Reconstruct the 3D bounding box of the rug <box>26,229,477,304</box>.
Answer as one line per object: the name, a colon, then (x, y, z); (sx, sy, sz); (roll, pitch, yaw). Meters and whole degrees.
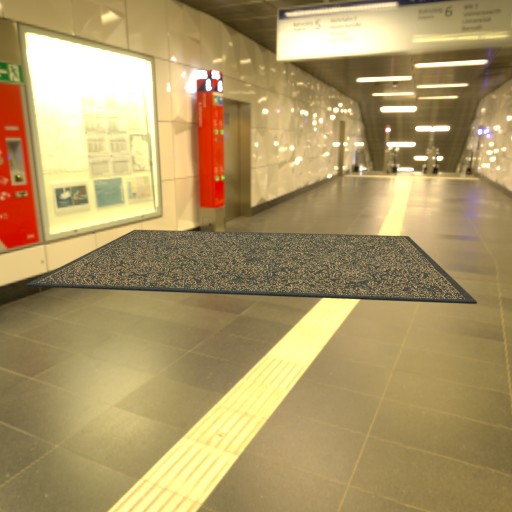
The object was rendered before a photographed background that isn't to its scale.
rug: (0.000, 0.000, 2.359); (1.829, 0.010, 1.219); (2, 15, 6)
